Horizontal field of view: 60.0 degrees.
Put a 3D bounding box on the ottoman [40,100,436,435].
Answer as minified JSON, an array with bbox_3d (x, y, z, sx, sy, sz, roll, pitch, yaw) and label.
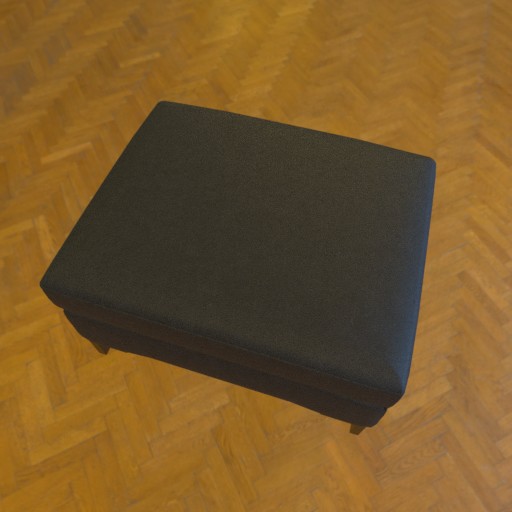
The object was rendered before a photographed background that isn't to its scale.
[{"bbox_3d":[0.000,0.000,1.780,1.187,0.696,0.967,15,59,9],"label":"ottoman"}]
